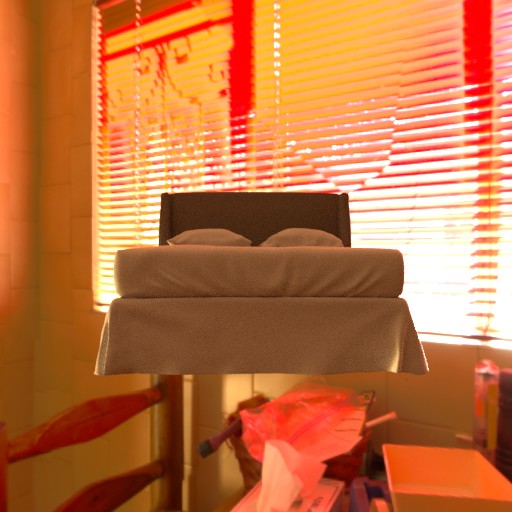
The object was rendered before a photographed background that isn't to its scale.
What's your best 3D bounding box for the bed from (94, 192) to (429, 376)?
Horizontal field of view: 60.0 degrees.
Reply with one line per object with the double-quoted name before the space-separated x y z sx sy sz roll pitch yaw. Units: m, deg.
"bed" 0.000 0.000 3.472 1.925 1.332 2.276 0 -1 -1
